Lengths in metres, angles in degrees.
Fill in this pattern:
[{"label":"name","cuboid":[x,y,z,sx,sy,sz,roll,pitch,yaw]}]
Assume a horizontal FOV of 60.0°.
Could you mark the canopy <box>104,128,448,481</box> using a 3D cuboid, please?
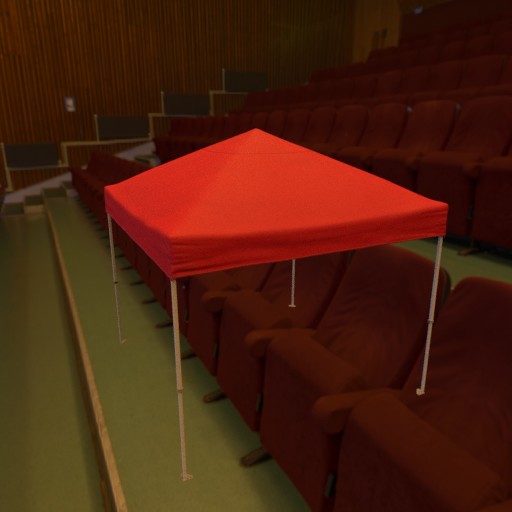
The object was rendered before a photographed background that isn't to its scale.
[{"label":"canopy","cuboid":[0.000,0.000,5.421,2.998,2.997,2.996,-8,19,-26]}]
